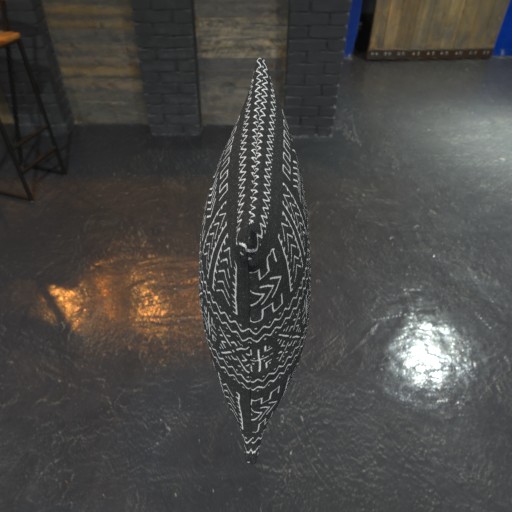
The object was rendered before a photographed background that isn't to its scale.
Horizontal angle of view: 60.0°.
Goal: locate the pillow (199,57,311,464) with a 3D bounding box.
[{"bbox_3d":[0.000,0.000,0.658,0.164,0.430,0.438,1,42,2],"label":"pillow"}]
